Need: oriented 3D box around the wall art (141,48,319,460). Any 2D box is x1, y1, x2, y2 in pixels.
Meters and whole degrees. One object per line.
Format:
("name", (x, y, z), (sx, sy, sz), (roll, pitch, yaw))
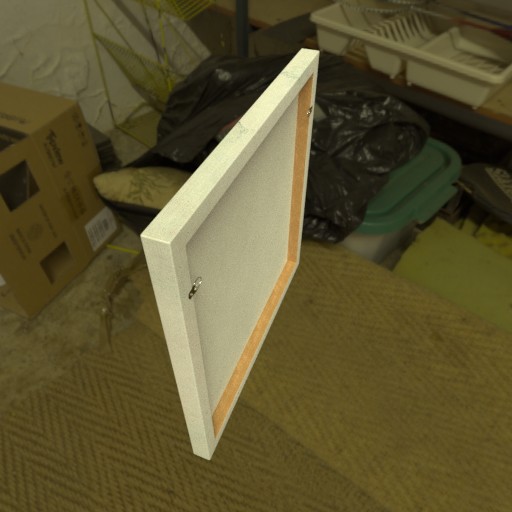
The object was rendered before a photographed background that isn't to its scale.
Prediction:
("wall art", (0.000, 0.000, 0.907), (0.040, 0.612, 0.612), (15, 47, 15))
